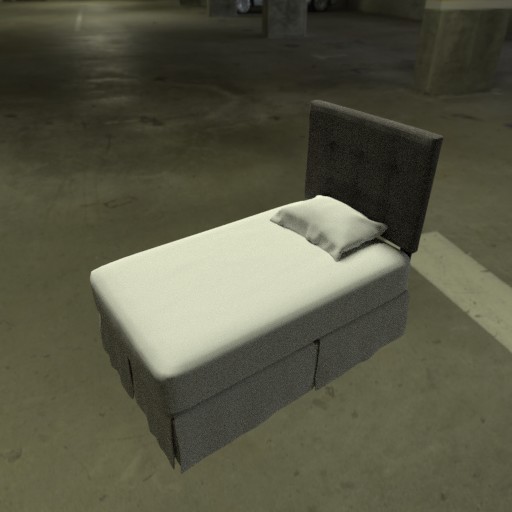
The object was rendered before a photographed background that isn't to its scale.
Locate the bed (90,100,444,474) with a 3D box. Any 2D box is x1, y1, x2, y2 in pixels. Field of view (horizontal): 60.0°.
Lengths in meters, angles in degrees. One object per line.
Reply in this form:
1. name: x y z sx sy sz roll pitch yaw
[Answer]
1. bed: 0.000 0.000 2.975 1.997 1.571 1.261 -21 38 -29
